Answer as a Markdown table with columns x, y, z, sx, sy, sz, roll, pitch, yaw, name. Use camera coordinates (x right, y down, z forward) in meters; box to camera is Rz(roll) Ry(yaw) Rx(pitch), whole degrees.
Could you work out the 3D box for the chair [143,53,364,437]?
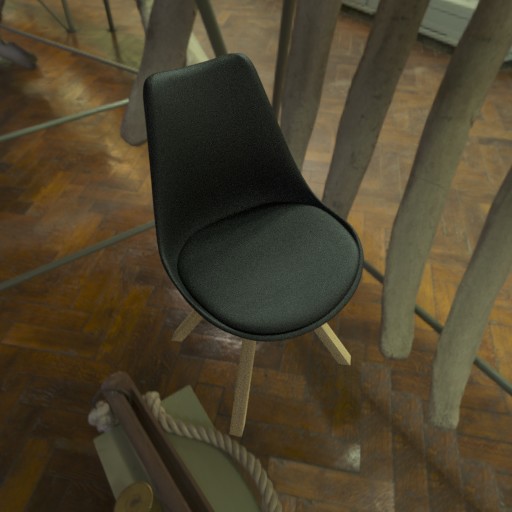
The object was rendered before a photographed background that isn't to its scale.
| x | y | z | sx | sy | sz | roll | pitch | yaw | name |
| --- | --- | --- | --- | --- | --- | --- | --- | --- | --- |
| 0.000 | 0.000 | 1.184 | 0.485 | 0.850 | 0.549 | -26 | 51 | -23 | chair |
